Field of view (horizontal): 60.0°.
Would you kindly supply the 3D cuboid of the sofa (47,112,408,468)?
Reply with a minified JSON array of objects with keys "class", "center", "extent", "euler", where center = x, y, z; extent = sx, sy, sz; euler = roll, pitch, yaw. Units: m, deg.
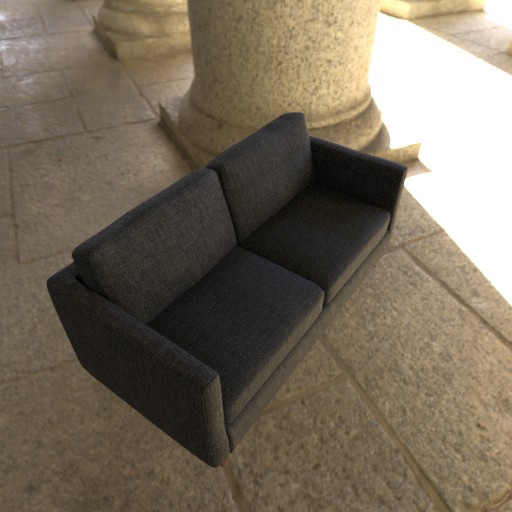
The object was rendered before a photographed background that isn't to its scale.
[{"class":"sofa","center":[0.000,0.000,2.450],"extent":[0.950,0.963,1.884],"euler":[26,48,26]}]
